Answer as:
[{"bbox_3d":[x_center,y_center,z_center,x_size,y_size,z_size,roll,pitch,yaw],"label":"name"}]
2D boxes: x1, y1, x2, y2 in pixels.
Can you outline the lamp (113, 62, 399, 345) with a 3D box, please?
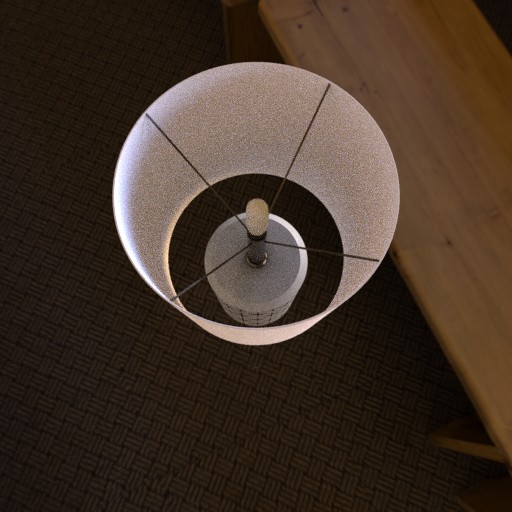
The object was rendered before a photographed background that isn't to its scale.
[{"bbox_3d":[0.000,0.000,0.521,0.206,0.416,0.206,33,78,8],"label":"lamp"}]
